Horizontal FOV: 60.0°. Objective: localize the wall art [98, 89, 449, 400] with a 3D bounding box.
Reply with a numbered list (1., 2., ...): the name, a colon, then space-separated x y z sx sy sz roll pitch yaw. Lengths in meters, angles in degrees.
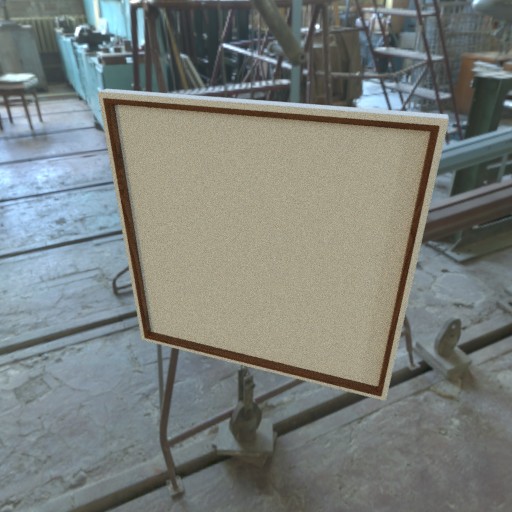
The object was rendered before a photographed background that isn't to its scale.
1. wall art: 0.000 0.000 1.125 0.757 0.757 0.037 10 33 16
